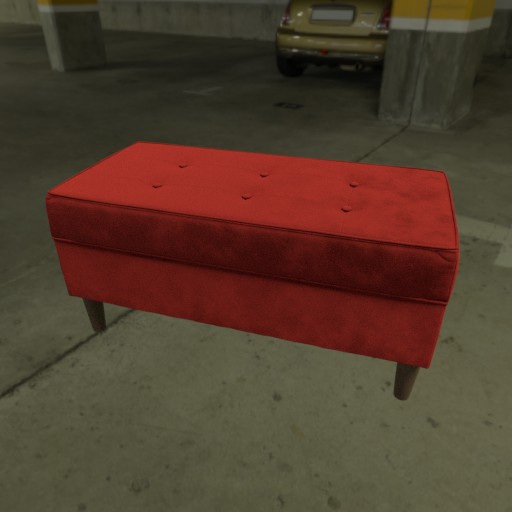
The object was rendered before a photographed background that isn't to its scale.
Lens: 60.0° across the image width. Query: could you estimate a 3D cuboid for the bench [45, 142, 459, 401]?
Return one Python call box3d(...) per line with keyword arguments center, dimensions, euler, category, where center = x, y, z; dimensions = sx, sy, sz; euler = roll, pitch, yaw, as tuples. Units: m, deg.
box3d(center=(0.000, 0.000, 1.310), dimensions=(1.016, 0.471, 0.492), euler=(9, 32, 15), category="bench")
